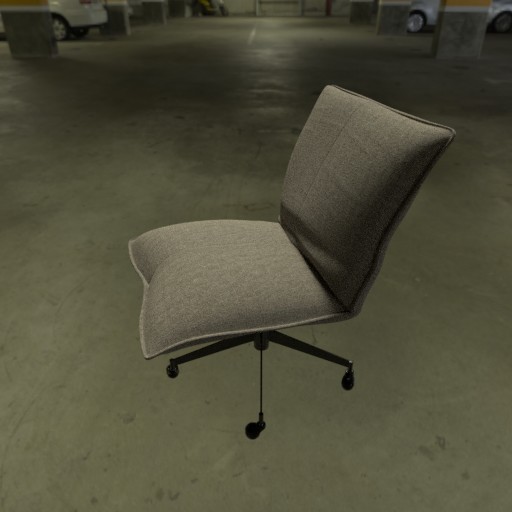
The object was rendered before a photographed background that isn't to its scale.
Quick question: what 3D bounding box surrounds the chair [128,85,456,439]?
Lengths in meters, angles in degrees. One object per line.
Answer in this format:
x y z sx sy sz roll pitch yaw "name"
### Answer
0.000 0.000 1.255 0.696 0.811 0.597 -9 32 -14 "chair"
